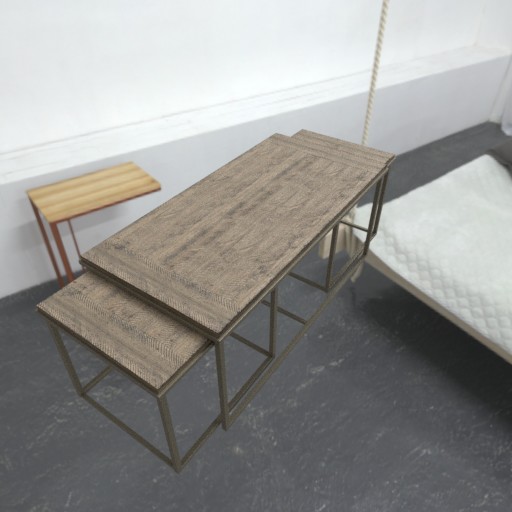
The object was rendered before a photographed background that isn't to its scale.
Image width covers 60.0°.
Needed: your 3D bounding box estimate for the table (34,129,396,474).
[{"bbox_3d":[0.000,0.000,1.528,0.489,0.427,1.312,24,45,26],"label":"table"}]
